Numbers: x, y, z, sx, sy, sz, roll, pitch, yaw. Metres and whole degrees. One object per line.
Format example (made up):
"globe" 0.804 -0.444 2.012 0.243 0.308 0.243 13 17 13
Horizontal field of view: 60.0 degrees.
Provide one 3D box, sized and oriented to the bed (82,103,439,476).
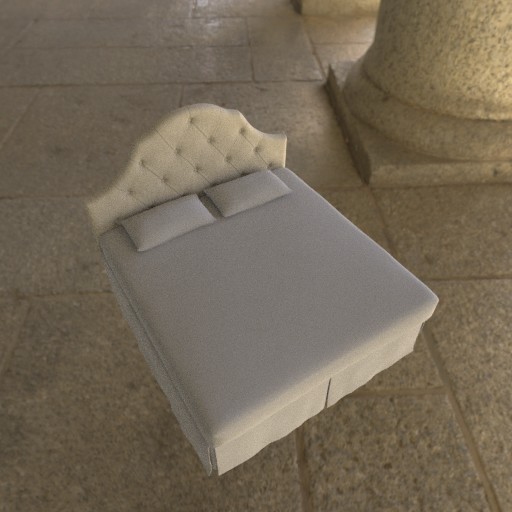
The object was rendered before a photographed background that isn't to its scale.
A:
"bed" 0.000 0.000 3.399 2.012 1.555 2.086 -24 50 -22
